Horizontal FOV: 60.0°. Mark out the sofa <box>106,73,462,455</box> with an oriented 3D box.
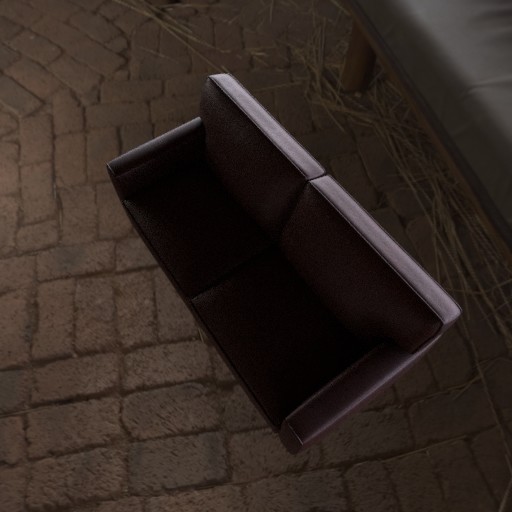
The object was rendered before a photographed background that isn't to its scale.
[{"bbox_3d":[0.000,0.000,2.432,0.912,0.928,1.876,-32,66,-16],"label":"sofa"}]
